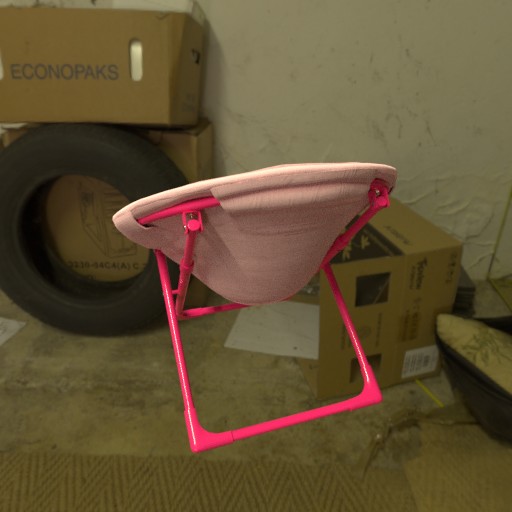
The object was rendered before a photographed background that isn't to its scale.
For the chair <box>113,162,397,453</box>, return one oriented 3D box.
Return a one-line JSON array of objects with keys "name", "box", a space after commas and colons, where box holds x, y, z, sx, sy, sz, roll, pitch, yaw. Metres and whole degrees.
[{"name": "chair", "box": [0.000, 0.000, 0.892, 0.522, 0.494, 0.459, -9, 29, -16]}]
